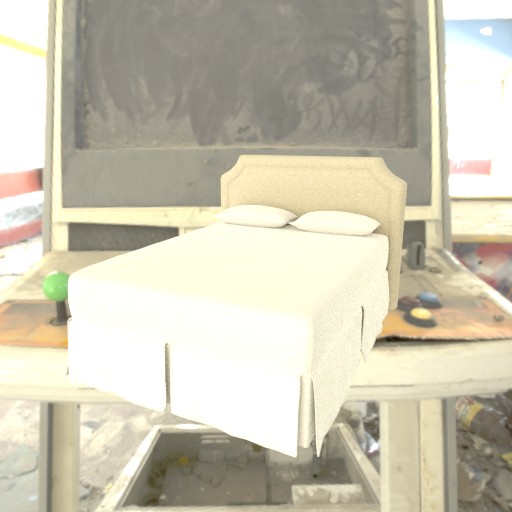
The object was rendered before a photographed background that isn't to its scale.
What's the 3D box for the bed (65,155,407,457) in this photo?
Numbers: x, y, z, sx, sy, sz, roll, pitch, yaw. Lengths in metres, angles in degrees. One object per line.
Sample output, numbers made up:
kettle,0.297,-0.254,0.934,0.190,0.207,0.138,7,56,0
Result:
bed,0.000,0.000,3.101,1.693,1.290,2.116,7,17,25
